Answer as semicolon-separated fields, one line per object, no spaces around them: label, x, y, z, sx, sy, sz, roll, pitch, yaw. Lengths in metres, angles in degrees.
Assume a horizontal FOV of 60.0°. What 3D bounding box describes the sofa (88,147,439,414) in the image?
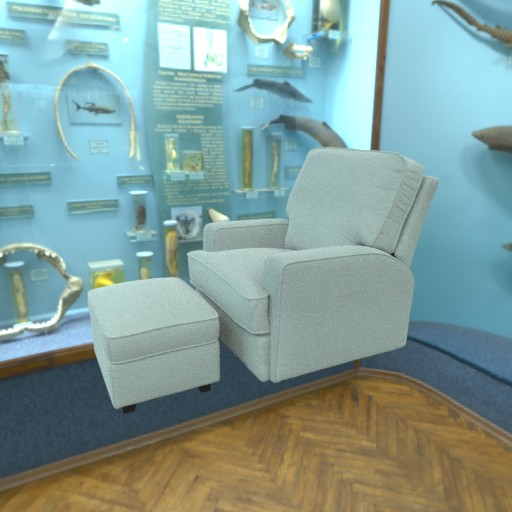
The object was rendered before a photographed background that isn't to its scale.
sofa;0.000;0.000;2.069;1.472;0.959;0.861;-8;18;-26
